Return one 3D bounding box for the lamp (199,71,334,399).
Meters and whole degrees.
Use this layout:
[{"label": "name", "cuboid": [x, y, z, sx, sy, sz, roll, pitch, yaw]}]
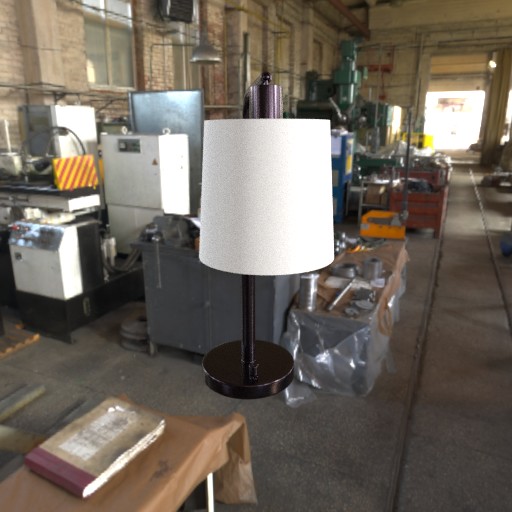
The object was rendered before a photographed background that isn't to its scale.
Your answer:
[{"label": "lamp", "cuboid": [0.000, 0.000, 0.652, 0.171, 0.489, 0.333, -3, 16, -9]}]
